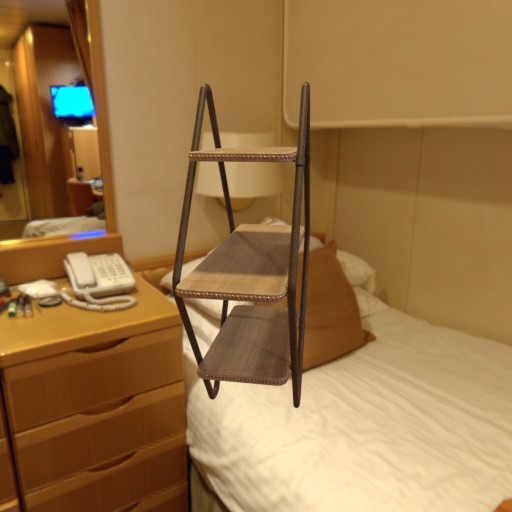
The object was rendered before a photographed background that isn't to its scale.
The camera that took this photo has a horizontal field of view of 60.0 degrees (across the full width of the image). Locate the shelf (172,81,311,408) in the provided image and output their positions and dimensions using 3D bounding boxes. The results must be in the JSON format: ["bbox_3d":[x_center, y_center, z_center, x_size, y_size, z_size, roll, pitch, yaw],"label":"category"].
[{"bbox_3d":[0.000,0.000,1.059,0.234,0.774,0.609,3,15,9],"label":"shelf"}]
